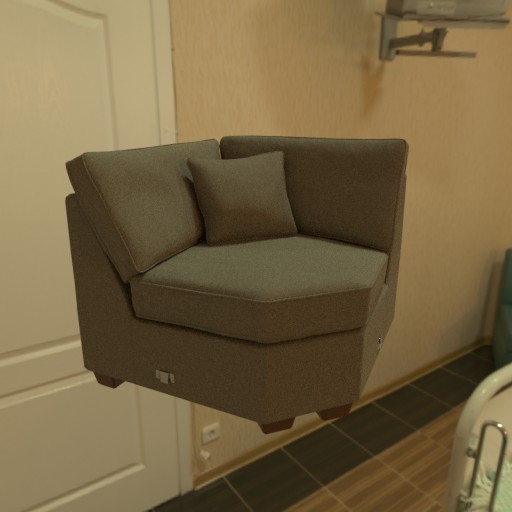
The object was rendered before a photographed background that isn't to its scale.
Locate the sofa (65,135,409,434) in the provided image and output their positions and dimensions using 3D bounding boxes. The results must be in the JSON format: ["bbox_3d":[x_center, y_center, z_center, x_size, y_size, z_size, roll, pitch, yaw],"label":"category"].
[{"bbox_3d":[0.000,0.000,1.839,1.042,0.951,1.050,8,18,25],"label":"sofa"}]
